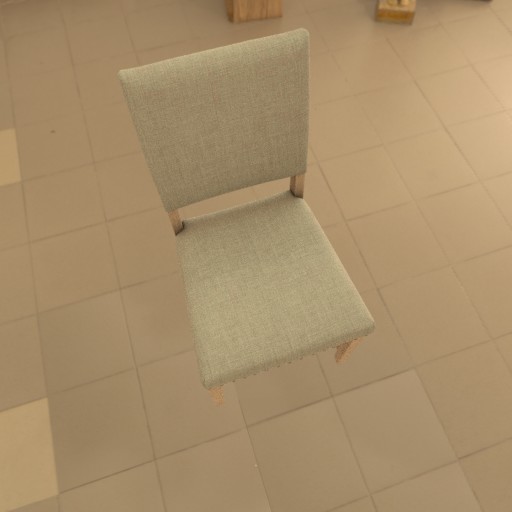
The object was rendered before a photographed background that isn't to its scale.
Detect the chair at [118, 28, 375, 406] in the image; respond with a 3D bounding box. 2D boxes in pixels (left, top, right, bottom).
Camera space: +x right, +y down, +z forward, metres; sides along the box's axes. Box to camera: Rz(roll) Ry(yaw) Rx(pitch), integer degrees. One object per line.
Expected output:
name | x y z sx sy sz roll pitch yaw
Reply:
chair | 0.000 0.000 1.301 0.508 0.986 0.622 -17 66 -8
